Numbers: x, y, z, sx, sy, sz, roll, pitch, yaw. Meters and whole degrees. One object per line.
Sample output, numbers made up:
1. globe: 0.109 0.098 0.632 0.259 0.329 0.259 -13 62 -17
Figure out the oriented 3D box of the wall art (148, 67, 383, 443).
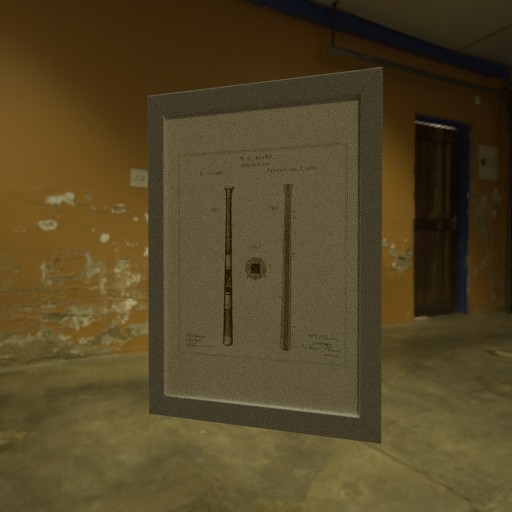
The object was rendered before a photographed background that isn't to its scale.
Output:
1. wall art: 0.000 0.000 0.684 0.374 0.529 0.012 0 1 18
